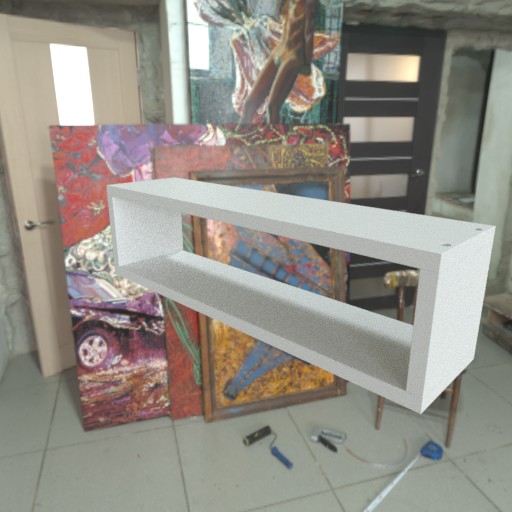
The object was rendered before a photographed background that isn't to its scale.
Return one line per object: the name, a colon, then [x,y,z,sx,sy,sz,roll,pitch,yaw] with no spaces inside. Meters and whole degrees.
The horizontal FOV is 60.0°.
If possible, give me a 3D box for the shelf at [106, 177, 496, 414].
shelf: [0.000,0.000,0.677,0.610,0.170,0.150,16,24,42]
